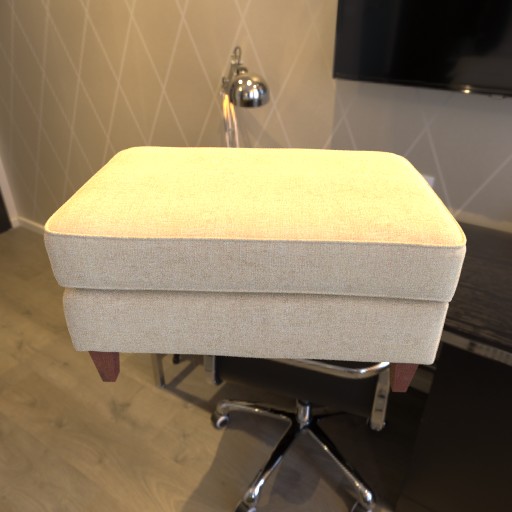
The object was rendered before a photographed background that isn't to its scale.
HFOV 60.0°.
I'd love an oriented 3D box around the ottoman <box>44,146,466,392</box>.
[{"bbox_3d":[0.000,0.000,1.201,0.862,0.484,0.583,1,31,2],"label":"ottoman"}]
